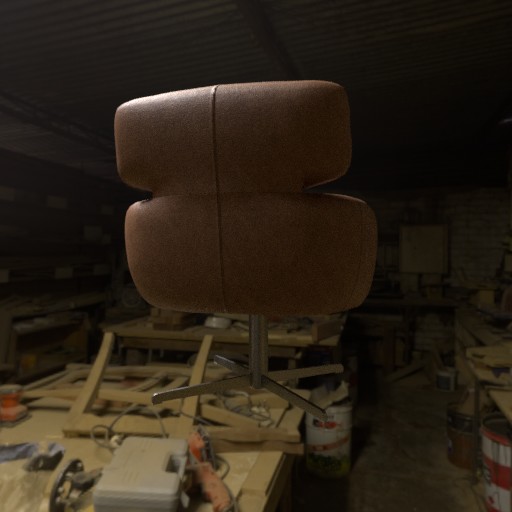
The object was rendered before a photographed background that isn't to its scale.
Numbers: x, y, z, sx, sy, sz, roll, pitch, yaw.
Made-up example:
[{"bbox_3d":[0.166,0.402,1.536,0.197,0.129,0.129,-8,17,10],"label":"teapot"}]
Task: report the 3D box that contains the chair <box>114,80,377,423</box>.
[{"bbox_3d":[0.000,0.000,1.346,0.706,0.812,0.715,0,1,16],"label":"chair"}]
